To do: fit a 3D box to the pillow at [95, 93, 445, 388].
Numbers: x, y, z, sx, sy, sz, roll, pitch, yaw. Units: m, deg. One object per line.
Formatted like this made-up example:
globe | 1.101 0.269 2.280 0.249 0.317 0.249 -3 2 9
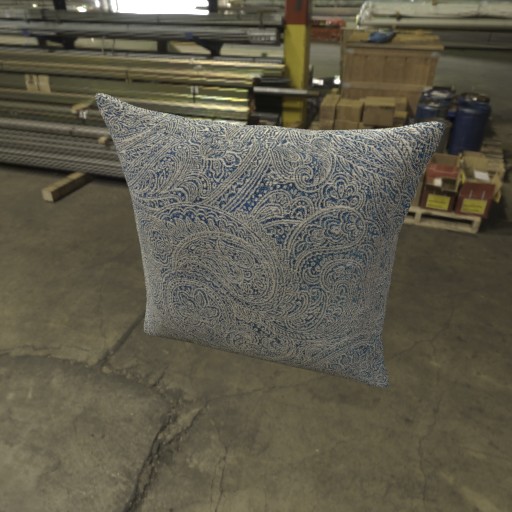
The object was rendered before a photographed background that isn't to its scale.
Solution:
pillow | 0.000 0.000 0.769 0.523 0.510 0.166 10 34 15
